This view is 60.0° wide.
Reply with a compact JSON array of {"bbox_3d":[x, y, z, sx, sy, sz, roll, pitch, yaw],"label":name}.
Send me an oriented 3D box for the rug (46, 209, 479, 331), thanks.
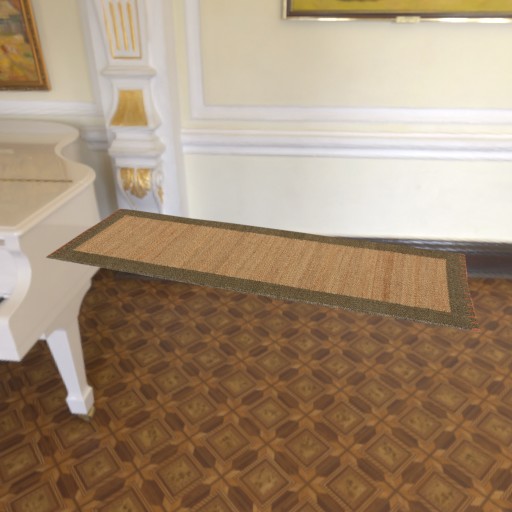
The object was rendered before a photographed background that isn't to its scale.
[{"bbox_3d":[0.000,0.000,2.688,2.413,0.016,0.810,9,29,16],"label":"rug"}]
